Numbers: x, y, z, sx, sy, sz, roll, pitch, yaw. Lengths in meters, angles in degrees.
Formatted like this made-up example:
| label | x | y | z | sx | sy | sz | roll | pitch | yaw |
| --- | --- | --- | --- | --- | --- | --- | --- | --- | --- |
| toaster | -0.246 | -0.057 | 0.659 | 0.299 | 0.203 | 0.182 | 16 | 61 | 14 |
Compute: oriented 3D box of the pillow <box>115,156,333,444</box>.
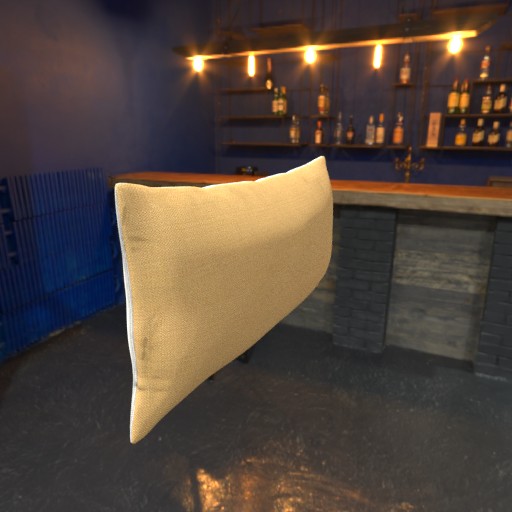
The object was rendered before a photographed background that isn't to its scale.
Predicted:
| label | x | y | z | sx | sy | sz | roll | pitch | yaw |
| --- | --- | --- | --- | --- | --- | --- | --- | --- | --- |
| pillow | 0.000 | 0.000 | 0.720 | 0.151 | 0.291 | 0.608 | 8 | 17 | 26 |
